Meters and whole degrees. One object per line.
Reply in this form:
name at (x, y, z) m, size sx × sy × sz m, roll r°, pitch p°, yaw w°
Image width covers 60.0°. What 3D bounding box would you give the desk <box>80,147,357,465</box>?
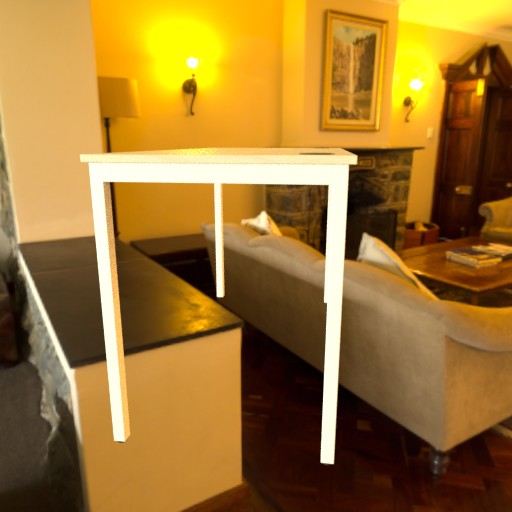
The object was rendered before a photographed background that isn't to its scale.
desk at (0.000, 0.000, 1.601) m, size 0.600 × 0.750 × 1.200 m, roll 2°, pitch 15°, yaw 9°
